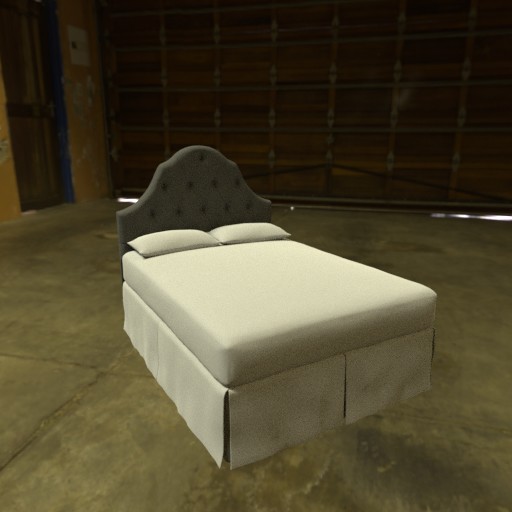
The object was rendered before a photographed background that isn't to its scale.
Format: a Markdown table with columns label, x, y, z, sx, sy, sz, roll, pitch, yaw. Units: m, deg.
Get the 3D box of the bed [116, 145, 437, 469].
| label | x | y | z | sx | sy | sz | roll | pitch | yaw |
| --- | --- | --- | --- | --- | --- | --- | --- | --- | --- |
| bed | 0.000 | 0.000 | 3.311 | 1.636 | 1.575 | 2.155 | -8 | 17 | -29 |
